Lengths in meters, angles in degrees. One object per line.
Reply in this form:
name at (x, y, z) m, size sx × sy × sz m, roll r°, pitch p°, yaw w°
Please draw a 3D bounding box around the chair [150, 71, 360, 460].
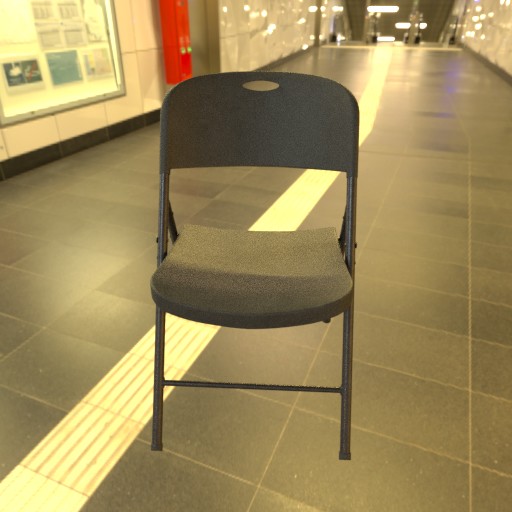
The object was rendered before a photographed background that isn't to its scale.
chair at (0.000, 0.000, 1.127) m, size 0.494 × 0.810 × 0.566 m, roll 2°, pitch 29°, yaw 3°
